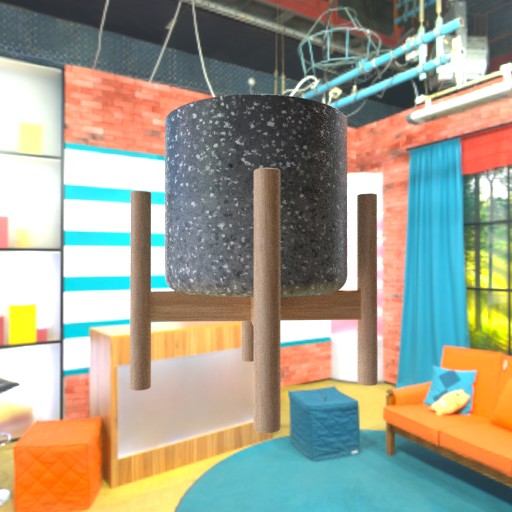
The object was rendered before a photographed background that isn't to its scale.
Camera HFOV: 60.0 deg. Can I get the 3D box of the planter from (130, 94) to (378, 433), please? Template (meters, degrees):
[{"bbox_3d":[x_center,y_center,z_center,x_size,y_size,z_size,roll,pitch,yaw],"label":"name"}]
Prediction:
[{"bbox_3d":[0.000,0.000,0.550,0.284,0.320,0.284,0,-1,18],"label":"planter"}]
